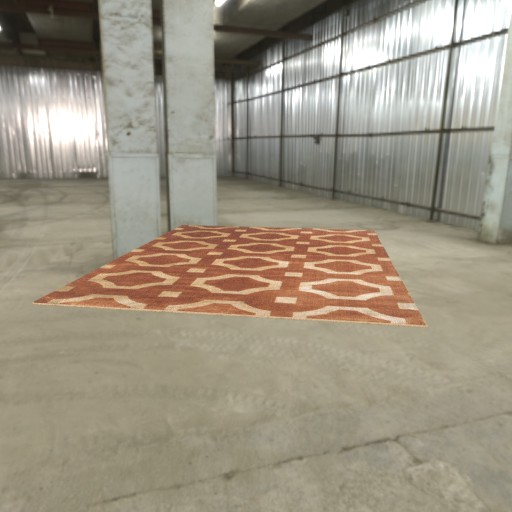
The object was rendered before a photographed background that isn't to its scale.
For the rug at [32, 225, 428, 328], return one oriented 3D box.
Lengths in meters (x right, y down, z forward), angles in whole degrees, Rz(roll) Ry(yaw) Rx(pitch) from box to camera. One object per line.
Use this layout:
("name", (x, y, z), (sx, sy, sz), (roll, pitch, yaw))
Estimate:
("rug", (0.000, 0.000, 4.158), (2.466, 0.021, 3.049), (2, 14, 9))
